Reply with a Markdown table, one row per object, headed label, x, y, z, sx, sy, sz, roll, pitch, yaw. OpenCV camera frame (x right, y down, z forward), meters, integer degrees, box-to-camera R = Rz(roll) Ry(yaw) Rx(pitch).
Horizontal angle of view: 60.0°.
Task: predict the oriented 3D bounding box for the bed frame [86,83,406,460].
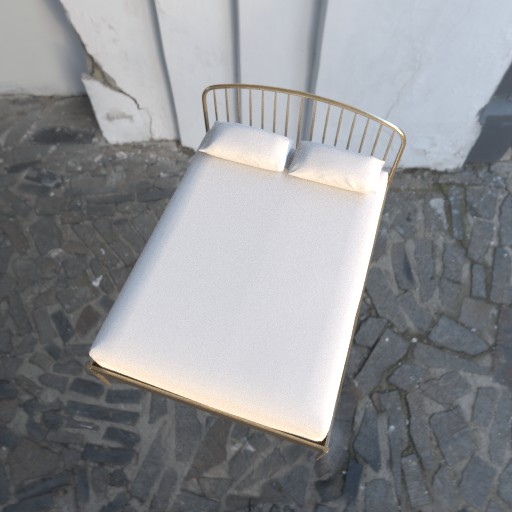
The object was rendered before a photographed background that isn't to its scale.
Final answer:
| label | x | y | z | sx | sy | sz | roll | pitch | yaw |
| --- | --- | --- | --- | --- | --- | --- | --- | --- | --- |
| bed frame | 0.000 | 0.000 | 3.150 | 1.612 | 1.175 | 2.152 | 16 | 61 | 9 |
